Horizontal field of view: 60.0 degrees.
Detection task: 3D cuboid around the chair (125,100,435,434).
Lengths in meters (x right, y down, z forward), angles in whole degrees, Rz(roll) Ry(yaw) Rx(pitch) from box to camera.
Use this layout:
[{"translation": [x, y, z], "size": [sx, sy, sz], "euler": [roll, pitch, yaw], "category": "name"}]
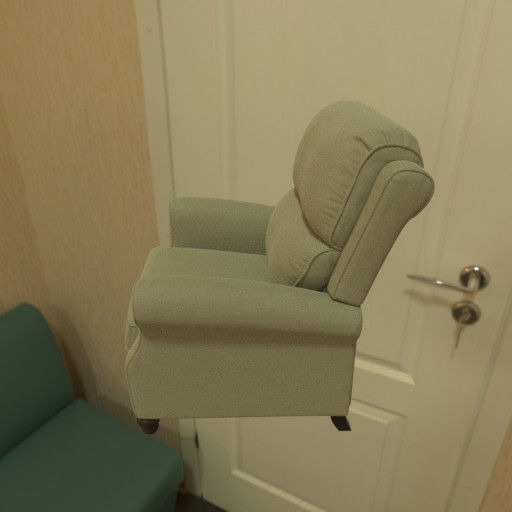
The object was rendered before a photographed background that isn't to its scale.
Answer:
[{"translation": [0.000, 0.000, 1.664], "size": [0.919, 1.046, 0.859], "euler": [-1, 27, -1], "category": "chair"}]
